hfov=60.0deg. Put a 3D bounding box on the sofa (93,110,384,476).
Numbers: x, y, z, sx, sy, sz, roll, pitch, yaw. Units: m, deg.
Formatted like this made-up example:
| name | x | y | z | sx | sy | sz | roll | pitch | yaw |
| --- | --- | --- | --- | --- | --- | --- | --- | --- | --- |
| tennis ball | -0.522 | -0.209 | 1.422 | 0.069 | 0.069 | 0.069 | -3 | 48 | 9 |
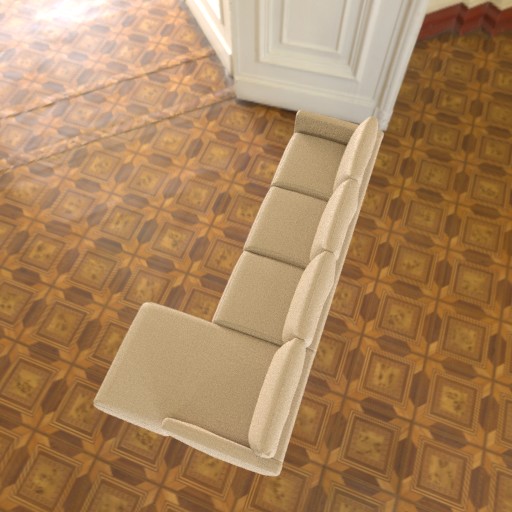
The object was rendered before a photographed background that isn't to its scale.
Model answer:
| name | x | y | z | sx | sy | sz | roll | pitch | yaw |
| --- | --- | --- | --- | --- | --- | --- | --- | --- | --- |
| sofa | 0.000 | 0.000 | 3.293 | 1.258 | 0.755 | 2.731 | 18 | 64 | 9 |
